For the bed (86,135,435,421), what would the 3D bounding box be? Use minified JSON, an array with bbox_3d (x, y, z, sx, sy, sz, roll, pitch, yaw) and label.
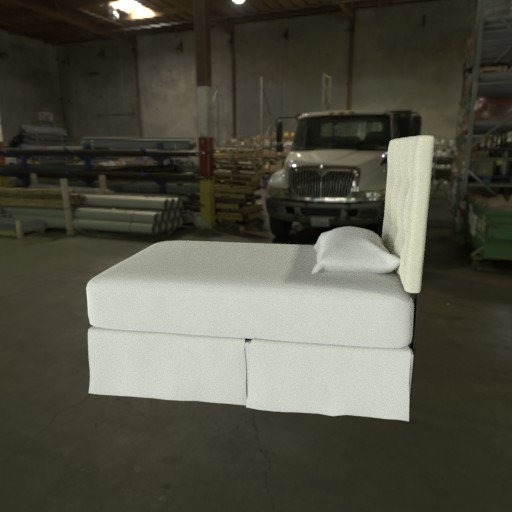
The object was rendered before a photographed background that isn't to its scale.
[{"bbox_3d":[0.000,0.000,3.046,1.997,1.571,1.261,2,14,9],"label":"bed"}]
